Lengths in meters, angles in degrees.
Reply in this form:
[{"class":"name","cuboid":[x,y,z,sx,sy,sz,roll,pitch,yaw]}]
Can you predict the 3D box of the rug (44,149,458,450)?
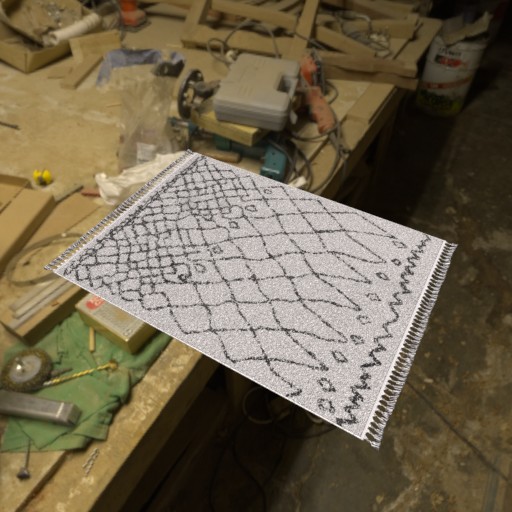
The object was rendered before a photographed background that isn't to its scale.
[{"class":"rug","cuboid":[0.000,0.000,3.006,2.312,0.017,1.613,23,51,20]}]
